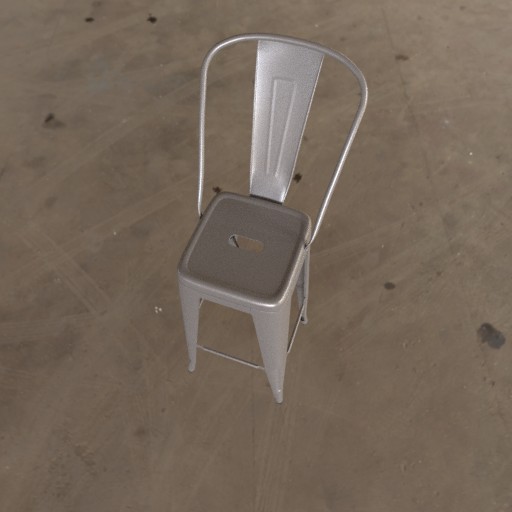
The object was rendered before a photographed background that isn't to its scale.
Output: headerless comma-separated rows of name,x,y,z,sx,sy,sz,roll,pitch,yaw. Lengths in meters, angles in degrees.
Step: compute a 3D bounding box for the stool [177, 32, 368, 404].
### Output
stool,0.000,0.000,1.333,0.399,1.096,0.513,17,59,10
